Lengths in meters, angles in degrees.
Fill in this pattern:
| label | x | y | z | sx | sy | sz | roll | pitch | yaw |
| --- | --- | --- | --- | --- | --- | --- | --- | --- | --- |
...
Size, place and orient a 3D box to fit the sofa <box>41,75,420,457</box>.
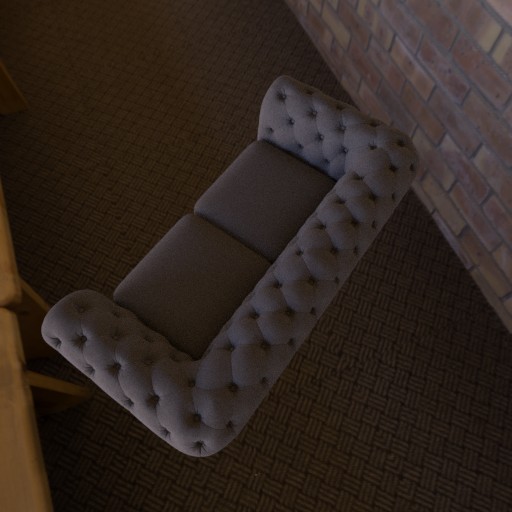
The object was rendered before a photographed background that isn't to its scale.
| label | x | y | z | sx | sy | sz | roll | pitch | yaw |
| --- | --- | --- | --- | --- | --- | --- | --- | --- | --- |
| sofa | 0.000 | 0.000 | 2.447 | 0.986 | 0.764 | 1.998 | 33 | 68 | 15 |
